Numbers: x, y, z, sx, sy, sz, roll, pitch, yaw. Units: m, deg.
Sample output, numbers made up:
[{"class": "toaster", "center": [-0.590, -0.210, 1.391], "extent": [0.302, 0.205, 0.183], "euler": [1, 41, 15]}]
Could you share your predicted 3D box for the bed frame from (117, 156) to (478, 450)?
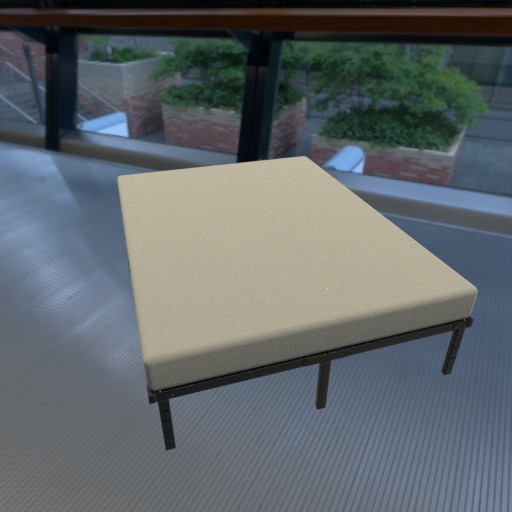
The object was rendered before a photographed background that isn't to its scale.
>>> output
[{"class": "bed frame", "center": [0.000, 0.000, 3.601], "extent": [1.990, 0.680, 2.635], "euler": [-9, 32, -15]}]
